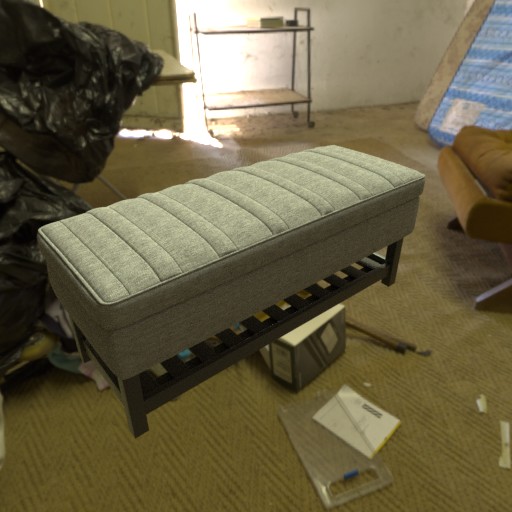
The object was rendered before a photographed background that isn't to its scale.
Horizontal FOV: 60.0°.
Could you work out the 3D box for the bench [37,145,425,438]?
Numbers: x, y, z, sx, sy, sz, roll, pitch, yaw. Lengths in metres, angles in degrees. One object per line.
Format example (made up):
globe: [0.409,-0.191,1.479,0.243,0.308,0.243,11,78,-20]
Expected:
bench: [0.000,0.000,1.351,1.100,0.470,0.429,-23,38,-33]
